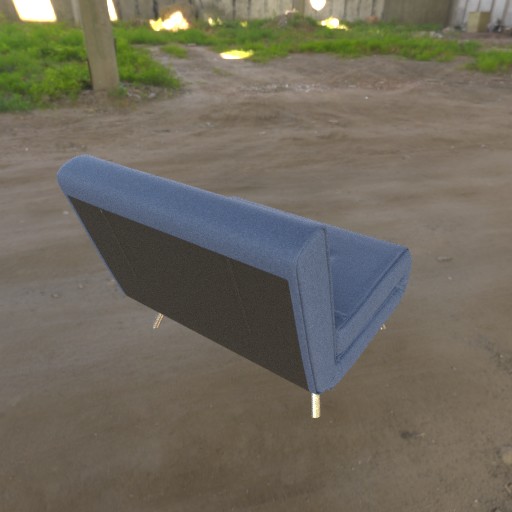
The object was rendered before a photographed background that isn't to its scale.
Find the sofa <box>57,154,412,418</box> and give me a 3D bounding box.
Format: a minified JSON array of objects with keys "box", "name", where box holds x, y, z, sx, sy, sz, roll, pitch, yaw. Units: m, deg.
[{"box":[0.000,0.000,1.797,0.999,0.860,0.996,20,36,31],"name":"sofa"}]
